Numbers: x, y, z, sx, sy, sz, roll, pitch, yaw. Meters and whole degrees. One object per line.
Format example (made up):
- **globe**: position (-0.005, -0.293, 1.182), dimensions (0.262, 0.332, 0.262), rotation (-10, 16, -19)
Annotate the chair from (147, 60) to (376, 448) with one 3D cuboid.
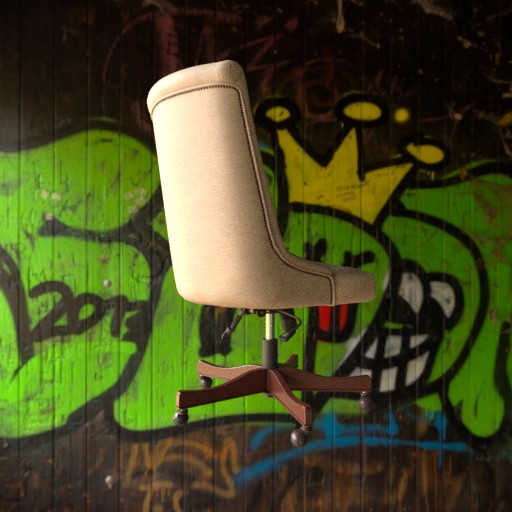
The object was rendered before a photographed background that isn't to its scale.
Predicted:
- **chair**: position (0.000, 0.000, 1.450), dimensions (0.696, 1.010, 0.645), rotation (0, 0, -36)
